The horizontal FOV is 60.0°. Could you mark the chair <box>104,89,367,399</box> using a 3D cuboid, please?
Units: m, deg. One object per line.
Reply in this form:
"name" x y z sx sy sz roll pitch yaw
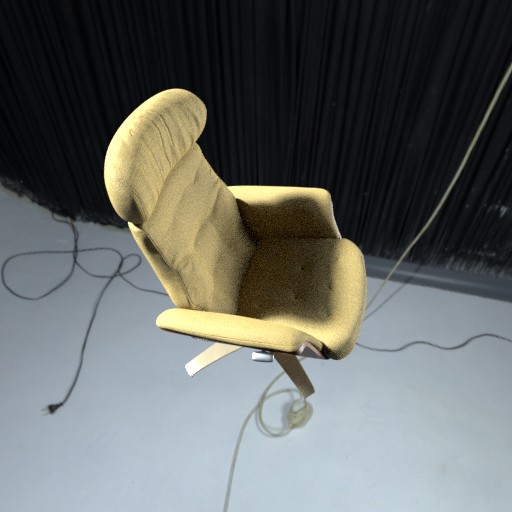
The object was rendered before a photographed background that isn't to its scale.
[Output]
"chair" 0.000 0.000 1.599 0.837 0.995 0.785 10 48 10
